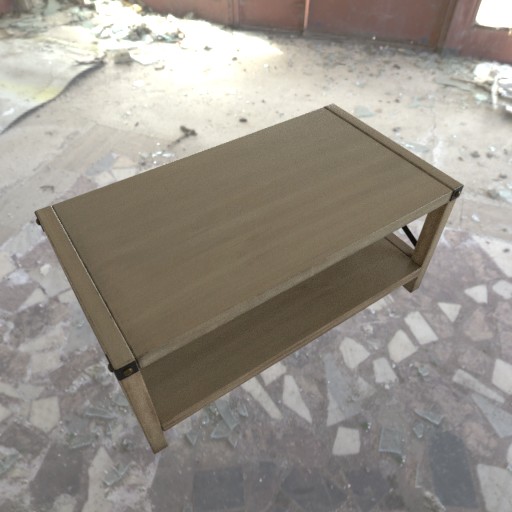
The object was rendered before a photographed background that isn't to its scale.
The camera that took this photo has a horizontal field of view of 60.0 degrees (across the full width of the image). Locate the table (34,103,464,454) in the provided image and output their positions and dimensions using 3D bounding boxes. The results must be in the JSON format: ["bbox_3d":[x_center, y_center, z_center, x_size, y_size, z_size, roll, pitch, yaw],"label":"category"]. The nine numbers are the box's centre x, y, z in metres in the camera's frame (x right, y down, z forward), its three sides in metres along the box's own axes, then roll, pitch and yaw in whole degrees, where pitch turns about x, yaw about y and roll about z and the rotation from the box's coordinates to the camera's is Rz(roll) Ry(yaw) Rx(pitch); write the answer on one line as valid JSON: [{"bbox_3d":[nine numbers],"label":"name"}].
[{"bbox_3d":[0.000,0.000,1.334,1.016,0.456,0.559,-26,52,-22],"label":"table"}]
